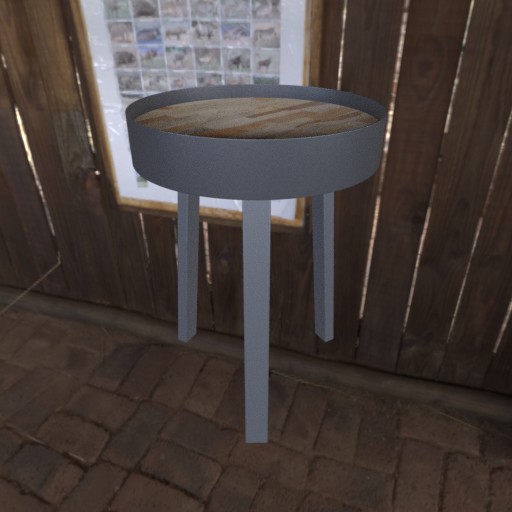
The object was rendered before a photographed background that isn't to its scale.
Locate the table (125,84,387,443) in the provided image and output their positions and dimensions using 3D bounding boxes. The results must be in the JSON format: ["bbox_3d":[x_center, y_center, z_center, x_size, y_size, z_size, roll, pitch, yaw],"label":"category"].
[{"bbox_3d":[0.000,0.000,0.850,0.406,0.559,0.406,0,30,0],"label":"table"}]
